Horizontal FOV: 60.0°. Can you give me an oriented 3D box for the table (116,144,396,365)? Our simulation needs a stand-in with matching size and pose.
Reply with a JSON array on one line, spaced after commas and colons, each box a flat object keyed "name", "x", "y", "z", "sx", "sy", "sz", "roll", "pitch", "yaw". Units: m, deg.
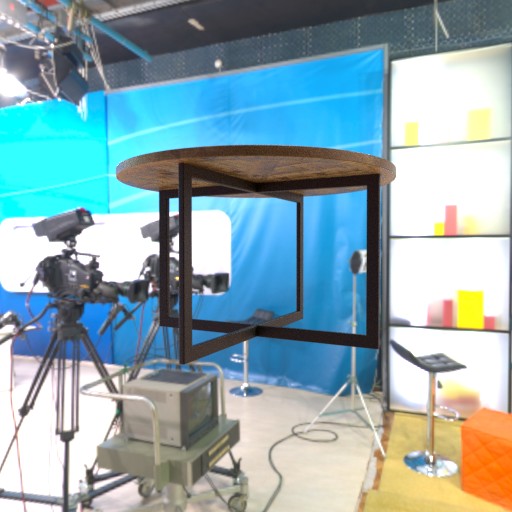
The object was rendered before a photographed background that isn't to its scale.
[{"name": "table", "x": 0.000, "y": 0.000, "z": 2.101, "sx": 1.264, "sy": 0.762, "sz": 1.264, "roll": 0, "pitch": 1, "yaw": 0}]
